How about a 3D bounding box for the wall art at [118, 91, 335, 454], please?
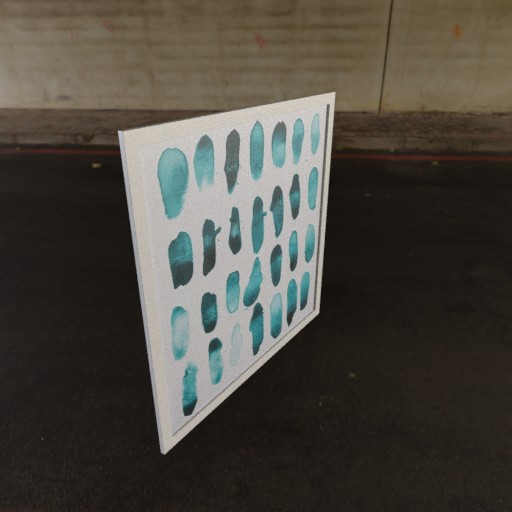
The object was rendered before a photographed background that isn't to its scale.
[{"bbox_3d":[0.000,0.000,1.257,0.013,0.813,0.812,18,31,32],"label":"wall art"}]
